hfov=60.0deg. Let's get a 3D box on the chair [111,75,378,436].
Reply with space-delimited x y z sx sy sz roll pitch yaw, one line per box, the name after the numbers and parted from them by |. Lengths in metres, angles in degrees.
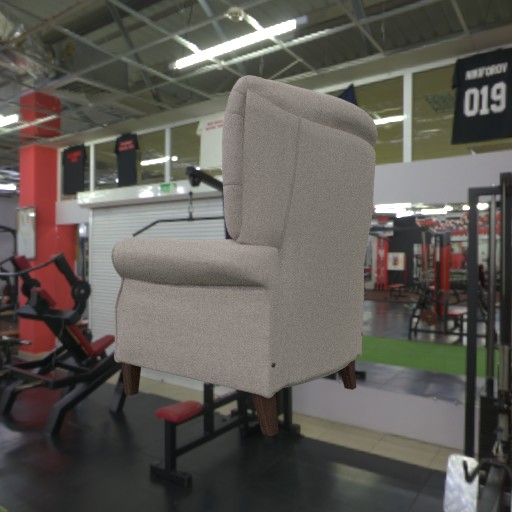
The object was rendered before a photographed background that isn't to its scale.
0.000 0.000 1.943 1.025 1.209 0.942 0 0 37 | chair
